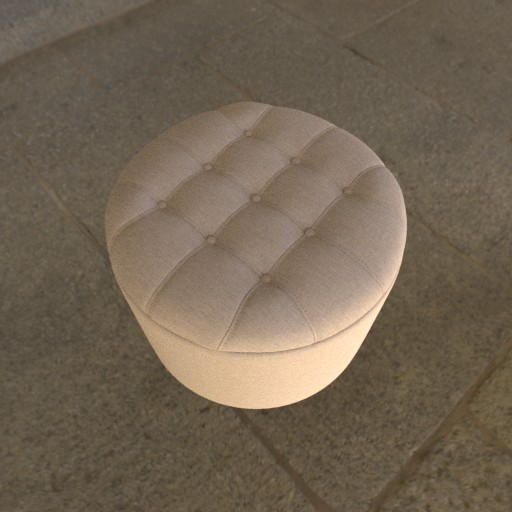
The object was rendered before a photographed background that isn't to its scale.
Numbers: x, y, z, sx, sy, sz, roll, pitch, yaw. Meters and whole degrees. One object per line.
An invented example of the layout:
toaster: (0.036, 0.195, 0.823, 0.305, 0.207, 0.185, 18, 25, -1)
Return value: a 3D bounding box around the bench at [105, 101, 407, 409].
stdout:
bench: (0.000, 0.000, 1.031, 0.600, 0.454, 0.600, 0, 57, 0)
